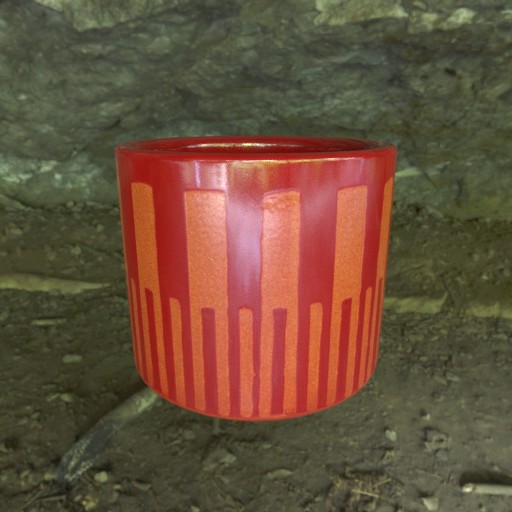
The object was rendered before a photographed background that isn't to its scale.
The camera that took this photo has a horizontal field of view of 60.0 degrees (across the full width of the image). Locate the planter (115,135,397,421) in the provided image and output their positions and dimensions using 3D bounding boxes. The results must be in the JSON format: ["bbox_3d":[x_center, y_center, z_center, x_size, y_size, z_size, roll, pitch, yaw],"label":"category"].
[{"bbox_3d":[0.000,0.000,0.405,0.230,0.202,0.230,0,18,0],"label":"planter"}]
